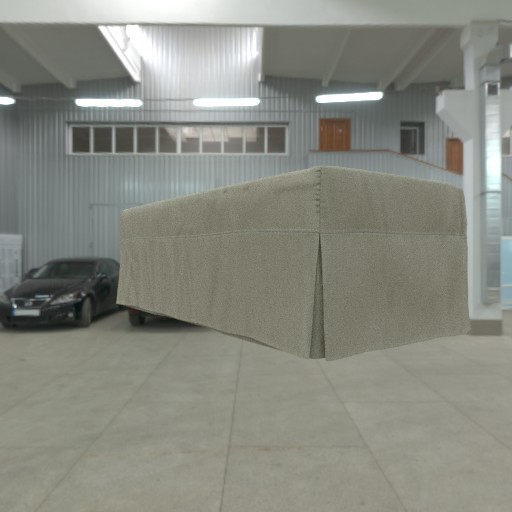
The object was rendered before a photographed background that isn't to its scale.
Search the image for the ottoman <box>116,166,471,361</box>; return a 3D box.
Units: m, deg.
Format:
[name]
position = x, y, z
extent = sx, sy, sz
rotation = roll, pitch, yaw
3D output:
[ottoman]
position = 0.000, 0.000, 1.707
extent = 0.665, 0.457, 1.388
rotation = 0, 1, -36
